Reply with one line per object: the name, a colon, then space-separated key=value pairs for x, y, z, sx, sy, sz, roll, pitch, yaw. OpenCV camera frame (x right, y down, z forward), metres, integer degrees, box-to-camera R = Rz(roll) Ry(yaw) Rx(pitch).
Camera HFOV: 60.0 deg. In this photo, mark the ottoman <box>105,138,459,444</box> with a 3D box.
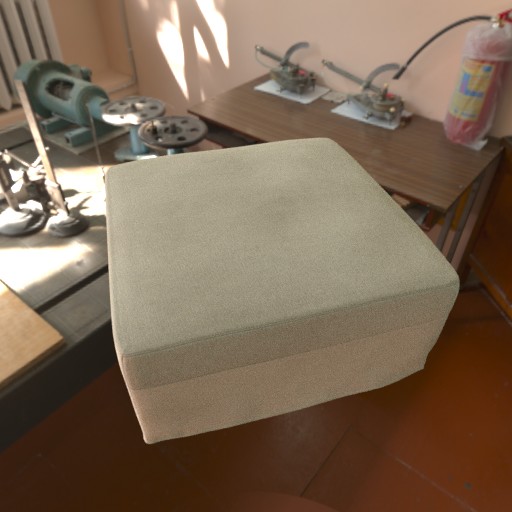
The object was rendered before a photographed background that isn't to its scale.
ottoman: x=0.000 y=0.000 z=1.381 sx=0.842 sy=0.441 sz=0.843 roll=-11 pitch=42 yaw=-12
